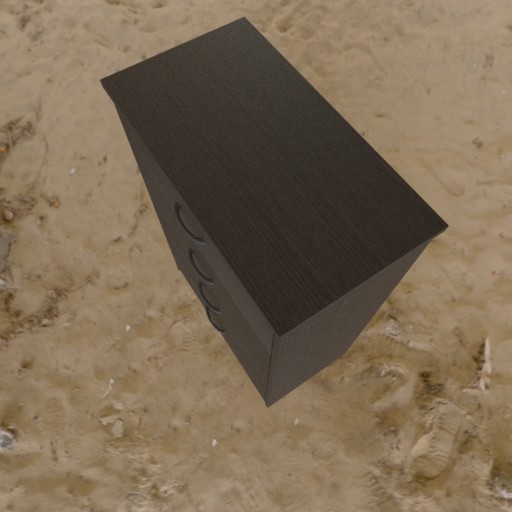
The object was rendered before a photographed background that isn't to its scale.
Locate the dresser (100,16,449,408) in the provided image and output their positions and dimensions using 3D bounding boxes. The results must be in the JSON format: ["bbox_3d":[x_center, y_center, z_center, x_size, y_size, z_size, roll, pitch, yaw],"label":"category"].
[{"bbox_3d":[0.000,0.000,1.366,0.399,1.020,0.704,-31,68,-14],"label":"dresser"}]
